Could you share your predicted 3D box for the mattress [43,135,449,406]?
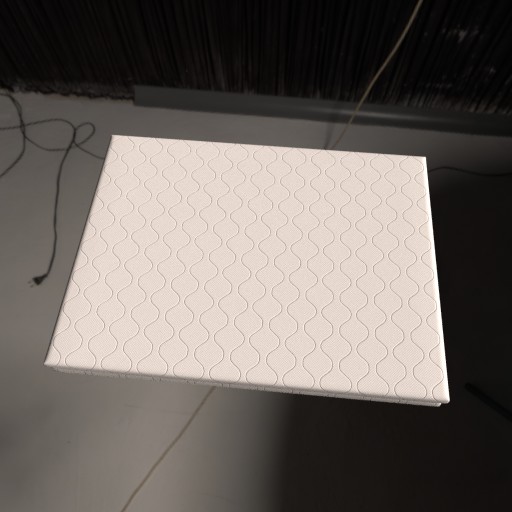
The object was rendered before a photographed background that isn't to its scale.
[{"bbox_3d":[0.000,0.000,2.431,1.900,0.200,1.400,5,64,2],"label":"mattress"}]
